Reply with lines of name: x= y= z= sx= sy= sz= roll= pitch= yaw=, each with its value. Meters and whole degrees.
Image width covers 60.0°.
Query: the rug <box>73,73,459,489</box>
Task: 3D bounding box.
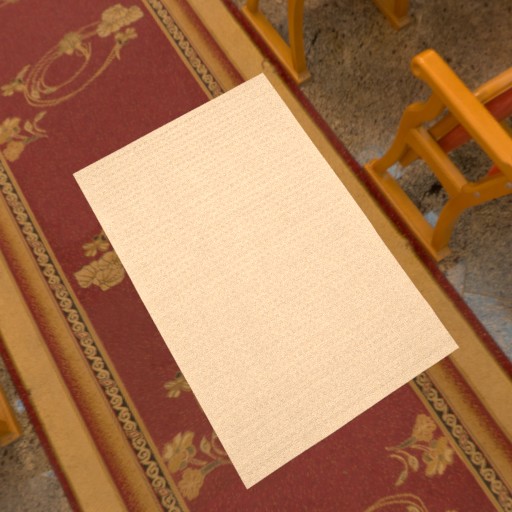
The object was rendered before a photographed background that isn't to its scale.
rug: x=0.000 y=0.000 z=2.863 sx=1.523 sy=0.006 sz=2.289 roll=-31 pitch=77 yaw=-8
